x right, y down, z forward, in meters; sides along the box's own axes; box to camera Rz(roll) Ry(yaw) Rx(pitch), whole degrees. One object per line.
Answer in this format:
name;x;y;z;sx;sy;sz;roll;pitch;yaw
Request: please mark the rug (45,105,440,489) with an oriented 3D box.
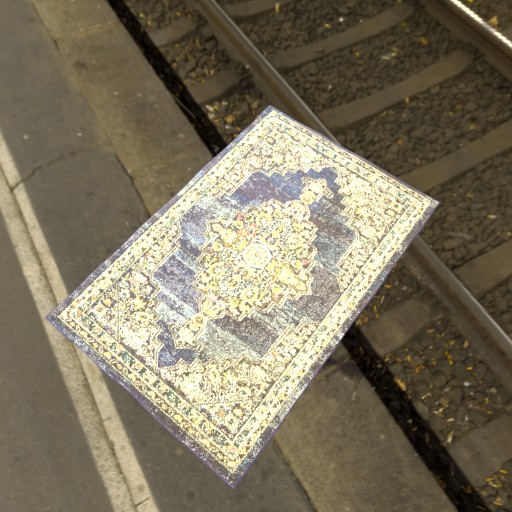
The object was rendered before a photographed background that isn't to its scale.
rug;0.000;0.000;2.277;1.184;0.012;1.781;35;68;17
